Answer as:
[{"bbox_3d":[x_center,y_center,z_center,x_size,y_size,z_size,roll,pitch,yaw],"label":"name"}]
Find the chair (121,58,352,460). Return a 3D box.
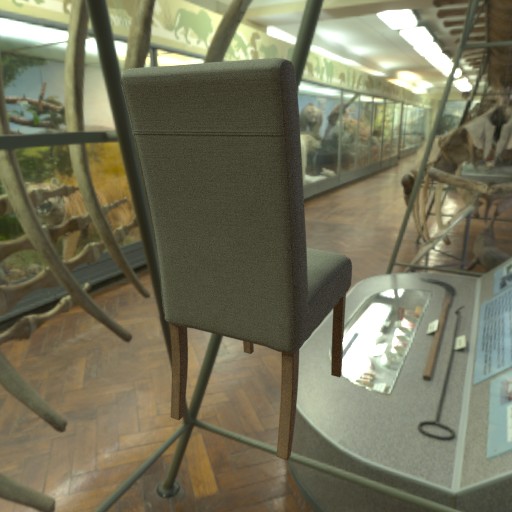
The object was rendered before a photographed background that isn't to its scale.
[{"bbox_3d":[0.000,0.000,1.360,0.450,1.033,0.611,9,19,27],"label":"chair"}]
